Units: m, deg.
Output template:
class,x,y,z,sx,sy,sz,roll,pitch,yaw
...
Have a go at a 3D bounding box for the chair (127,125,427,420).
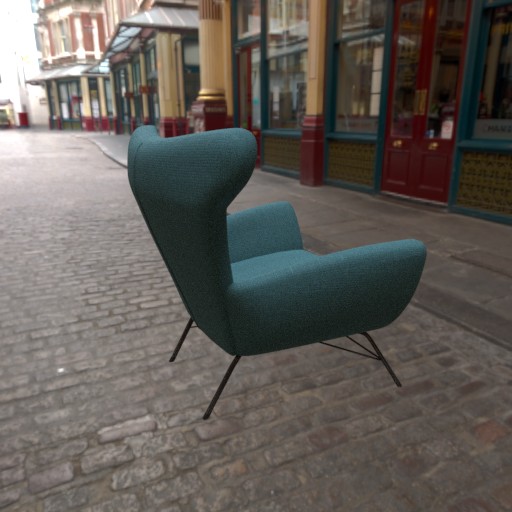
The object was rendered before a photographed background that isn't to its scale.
class,x,y,z,sx,sy,sz,roll,pitch,yaw
chair,0.000,0.000,1.738,0.900,0.980,1.050,-8,19,-26
